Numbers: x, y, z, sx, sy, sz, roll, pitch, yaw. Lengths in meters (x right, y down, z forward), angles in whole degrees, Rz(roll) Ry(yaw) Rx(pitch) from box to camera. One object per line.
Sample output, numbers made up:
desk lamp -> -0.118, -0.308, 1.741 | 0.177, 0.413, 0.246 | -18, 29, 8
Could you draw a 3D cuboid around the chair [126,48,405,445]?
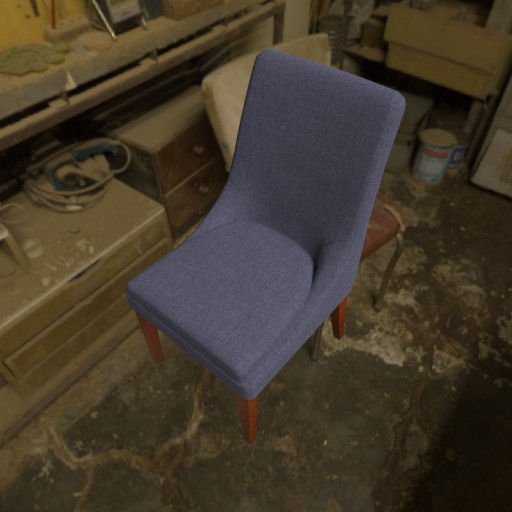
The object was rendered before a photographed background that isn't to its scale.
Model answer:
chair -> 0.000, 0.000, 1.354 | 0.508, 0.952, 0.655 | 32, 55, 26
